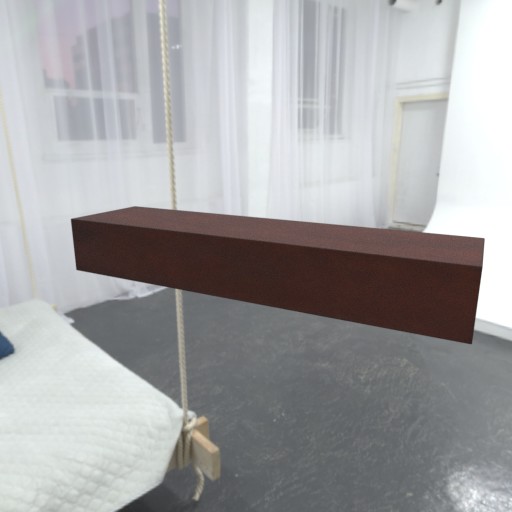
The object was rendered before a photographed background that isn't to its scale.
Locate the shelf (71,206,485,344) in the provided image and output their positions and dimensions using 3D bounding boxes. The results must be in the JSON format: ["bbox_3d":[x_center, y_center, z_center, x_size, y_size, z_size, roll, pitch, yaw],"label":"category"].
[{"bbox_3d":[0.000,0.000,0.670,0.607,0.088,0.152,8,17,26],"label":"shelf"}]
